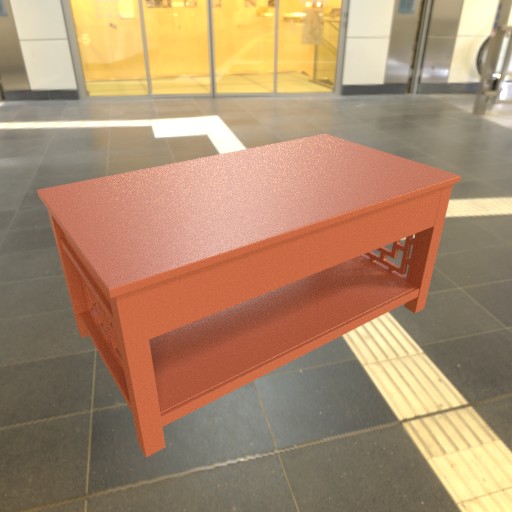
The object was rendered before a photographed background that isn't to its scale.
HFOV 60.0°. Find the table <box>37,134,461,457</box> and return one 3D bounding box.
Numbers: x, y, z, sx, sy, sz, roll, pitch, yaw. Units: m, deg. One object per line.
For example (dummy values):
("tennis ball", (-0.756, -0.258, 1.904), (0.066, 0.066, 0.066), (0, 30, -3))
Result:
("table", (0.000, 0.000, 1.402), (1.068, 0.493, 0.612), (-19, 35, -30))
